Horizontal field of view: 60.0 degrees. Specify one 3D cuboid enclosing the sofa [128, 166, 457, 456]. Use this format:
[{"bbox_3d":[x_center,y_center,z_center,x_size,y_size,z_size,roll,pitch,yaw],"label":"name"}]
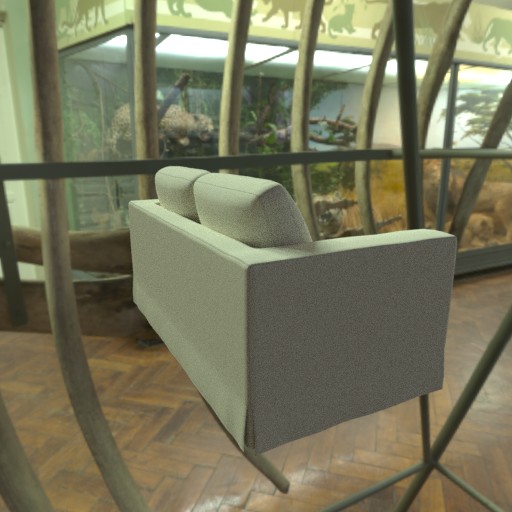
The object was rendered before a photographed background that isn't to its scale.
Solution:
[{"bbox_3d":[0.000,0.000,2.439,1.009,0.932,1.813,-7,16,-27],"label":"sofa"}]
